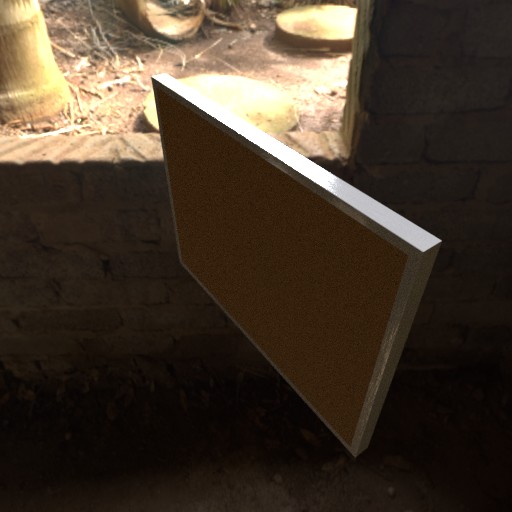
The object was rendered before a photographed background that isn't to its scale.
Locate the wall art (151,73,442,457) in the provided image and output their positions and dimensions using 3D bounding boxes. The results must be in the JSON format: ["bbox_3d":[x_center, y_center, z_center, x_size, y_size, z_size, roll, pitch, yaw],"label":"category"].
[{"bbox_3d":[0.000,0.000,1.346,0.053,0.787,1.041,-26,48,-26],"label":"wall art"}]
